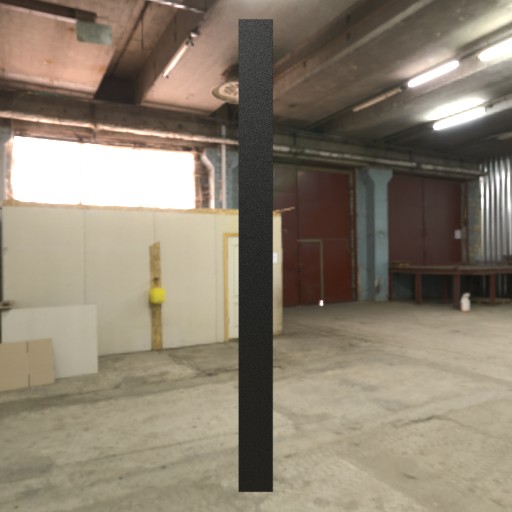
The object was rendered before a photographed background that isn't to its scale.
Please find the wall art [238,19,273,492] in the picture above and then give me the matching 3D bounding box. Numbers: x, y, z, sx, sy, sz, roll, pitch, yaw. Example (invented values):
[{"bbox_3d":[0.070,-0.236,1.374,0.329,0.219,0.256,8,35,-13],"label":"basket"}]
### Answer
[{"bbox_3d":[0.000,0.000,0.519,0.028,0.380,0.325,0,0,0],"label":"wall art"}]
